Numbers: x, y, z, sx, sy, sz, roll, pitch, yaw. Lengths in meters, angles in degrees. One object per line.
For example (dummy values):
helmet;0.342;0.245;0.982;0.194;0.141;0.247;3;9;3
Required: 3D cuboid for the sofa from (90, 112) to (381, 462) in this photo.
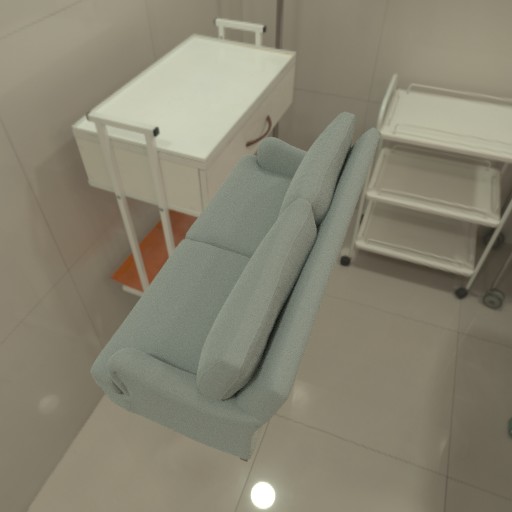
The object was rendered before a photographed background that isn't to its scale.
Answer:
sofa;0.000;0.000;2.828;1.069;1.096;2.193;15;48;14
